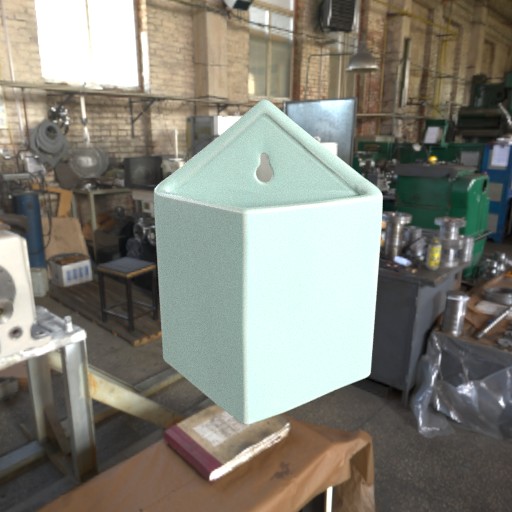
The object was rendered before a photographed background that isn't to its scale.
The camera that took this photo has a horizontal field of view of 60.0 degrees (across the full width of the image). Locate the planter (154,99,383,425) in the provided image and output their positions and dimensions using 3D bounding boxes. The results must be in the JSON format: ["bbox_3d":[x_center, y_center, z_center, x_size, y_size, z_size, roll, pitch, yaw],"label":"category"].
[{"bbox_3d":[0.000,0.000,0.287,0.164,0.197,0.079,2,15,9],"label":"planter"}]
